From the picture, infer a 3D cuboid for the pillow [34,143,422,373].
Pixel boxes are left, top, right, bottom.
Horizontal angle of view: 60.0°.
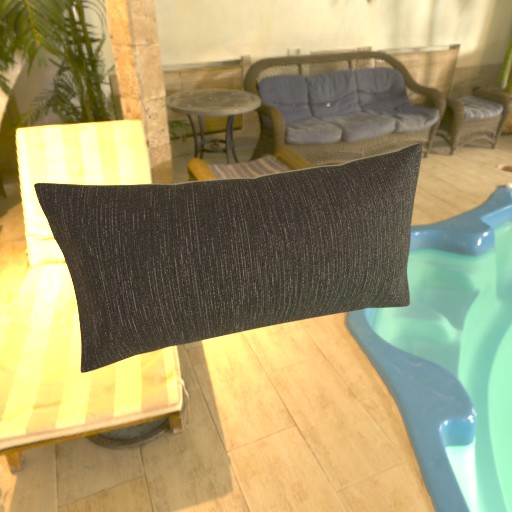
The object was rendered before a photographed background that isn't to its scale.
[{"bbox_3d":[0.000,0.000,0.727,0.608,0.305,0.156,-9,33,-14],"label":"pillow"}]
